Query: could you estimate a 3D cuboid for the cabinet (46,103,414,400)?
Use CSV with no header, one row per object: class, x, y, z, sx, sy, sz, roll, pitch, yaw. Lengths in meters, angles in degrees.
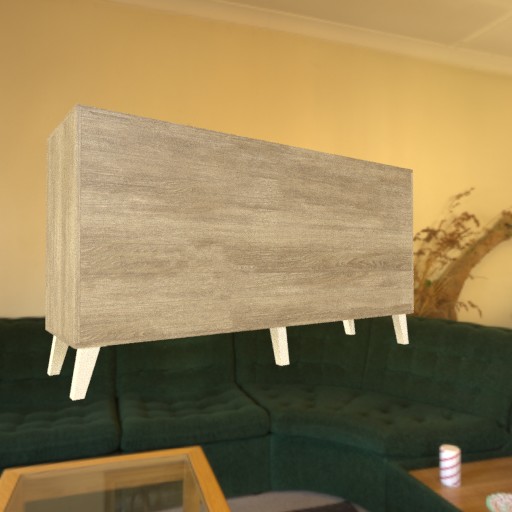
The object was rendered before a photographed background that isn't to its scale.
cabinet,0.000,0.000,1.931,1.600,0.870,0.450,1,-1,-35
